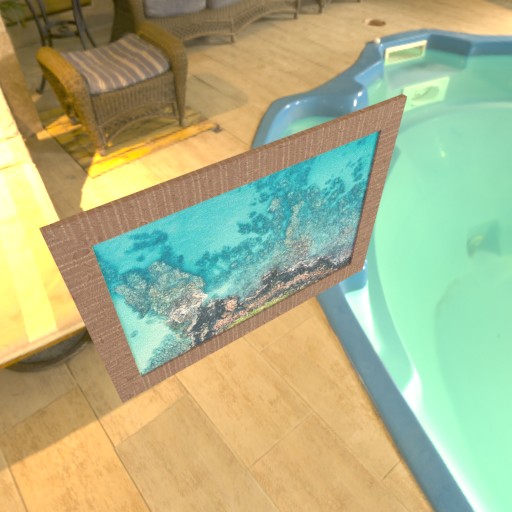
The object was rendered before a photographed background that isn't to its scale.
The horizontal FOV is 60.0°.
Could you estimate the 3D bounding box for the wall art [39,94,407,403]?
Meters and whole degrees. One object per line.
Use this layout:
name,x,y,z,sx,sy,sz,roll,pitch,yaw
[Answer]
wall art,0.000,0.000,1.378,1.056,0.761,0.020,-26,51,-23
